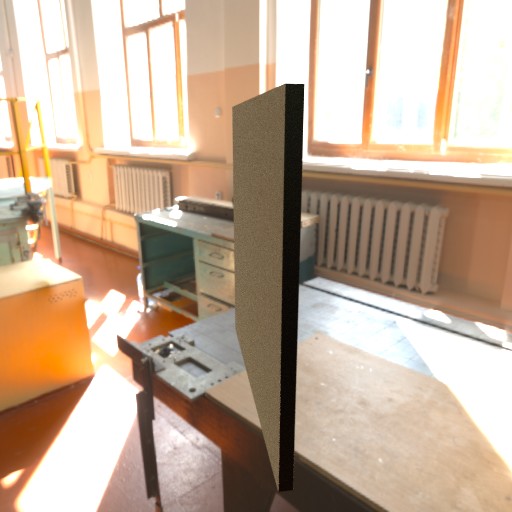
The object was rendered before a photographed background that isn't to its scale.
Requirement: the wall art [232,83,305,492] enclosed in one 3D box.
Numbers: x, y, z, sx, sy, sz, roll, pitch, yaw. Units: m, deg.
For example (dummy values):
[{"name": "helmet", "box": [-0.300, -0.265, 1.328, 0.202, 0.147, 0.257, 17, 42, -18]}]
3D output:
[{"name": "wall art", "box": [0.000, 0.000, 1.160, 0.031, 0.775, 0.773, -3, 16, -9]}]
